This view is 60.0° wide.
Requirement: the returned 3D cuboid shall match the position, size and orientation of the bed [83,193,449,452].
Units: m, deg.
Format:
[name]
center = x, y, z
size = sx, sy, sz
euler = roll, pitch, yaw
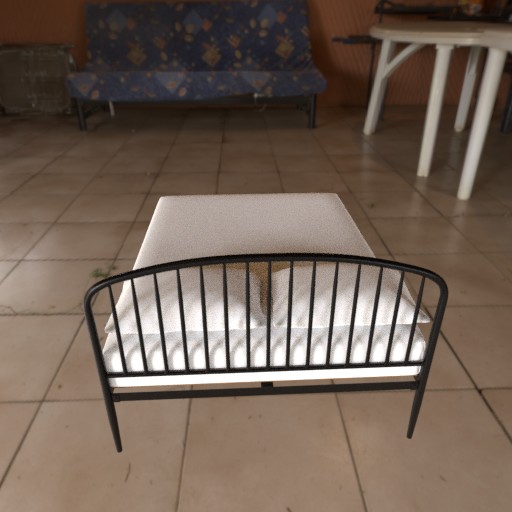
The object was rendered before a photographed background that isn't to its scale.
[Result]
[bed]
center = 0.000, 0.000, 3.052
size = 1.618, 1.166, 2.159
euler = -2, 28, -3
